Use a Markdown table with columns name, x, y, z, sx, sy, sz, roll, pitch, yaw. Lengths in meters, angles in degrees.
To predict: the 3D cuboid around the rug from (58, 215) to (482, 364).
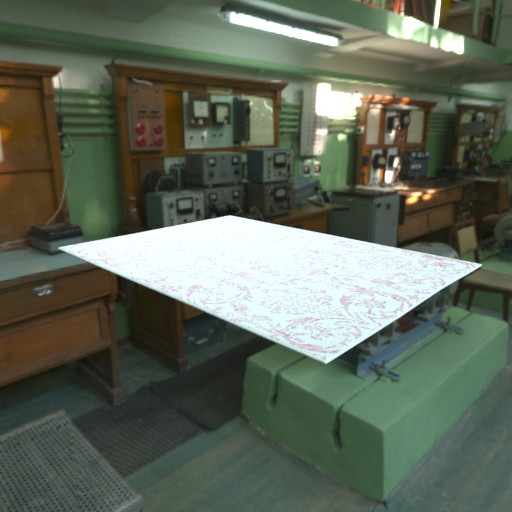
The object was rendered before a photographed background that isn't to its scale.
| name | x | y | z | sx | sy | sz | roll | pitch | yaw |
| --- | --- | --- | --- | --- | --- | --- | --- | --- | --- |
| rug | 0.000 | 0.000 | 2.822 | 2.202 | 0.014 | 1.598 | 15 | 22 | 42 |
